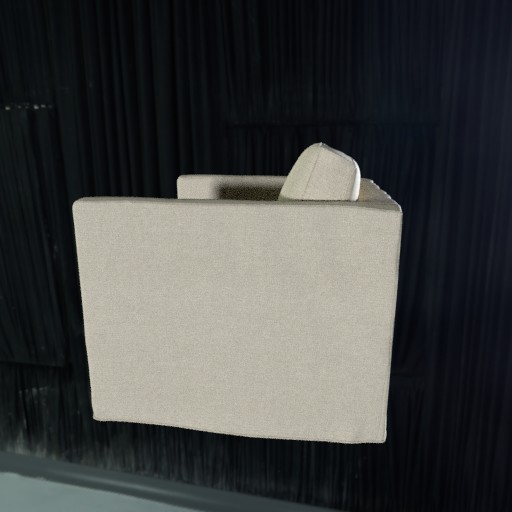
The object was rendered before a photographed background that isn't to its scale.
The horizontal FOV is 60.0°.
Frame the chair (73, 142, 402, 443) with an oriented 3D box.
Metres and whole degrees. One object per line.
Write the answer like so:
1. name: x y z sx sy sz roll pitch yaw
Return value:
1. chair: 0.000 0.000 1.748 0.949 0.867 1.057 2 14 8
